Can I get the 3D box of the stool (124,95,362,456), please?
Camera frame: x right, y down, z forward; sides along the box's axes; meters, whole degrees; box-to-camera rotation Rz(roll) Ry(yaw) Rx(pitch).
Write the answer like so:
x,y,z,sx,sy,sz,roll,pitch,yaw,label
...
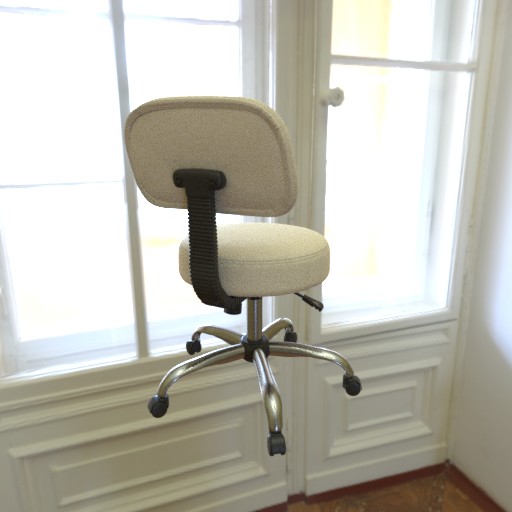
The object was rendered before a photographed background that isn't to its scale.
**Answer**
x,y,z,sx,sy,sz,roll,pitch,yaw,label
0.000,0.000,1.241,0.609,0.810,0.616,8,18,25,stool
